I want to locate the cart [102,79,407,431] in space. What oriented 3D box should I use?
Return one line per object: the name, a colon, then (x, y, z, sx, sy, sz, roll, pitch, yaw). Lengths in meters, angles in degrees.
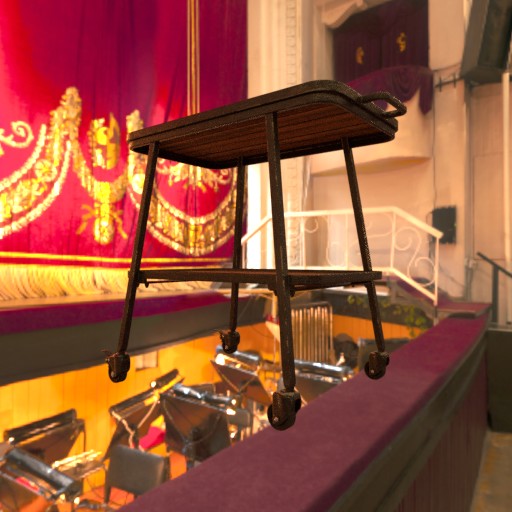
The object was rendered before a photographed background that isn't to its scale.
cart: (0.000, 0.000, 1.231, 0.806, 0.700, 0.515, 0, 0, 38)
